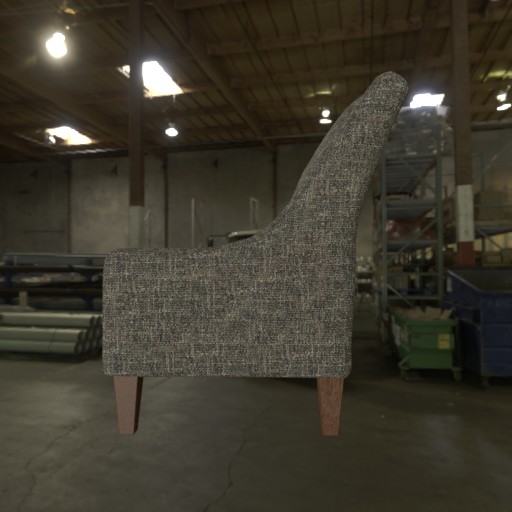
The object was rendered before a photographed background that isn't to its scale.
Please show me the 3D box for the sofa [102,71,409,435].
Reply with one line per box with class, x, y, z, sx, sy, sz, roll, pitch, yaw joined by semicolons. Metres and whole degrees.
sofa;0.000;0.000;1.828;0.870;1.021;1.242;0;-1;1
